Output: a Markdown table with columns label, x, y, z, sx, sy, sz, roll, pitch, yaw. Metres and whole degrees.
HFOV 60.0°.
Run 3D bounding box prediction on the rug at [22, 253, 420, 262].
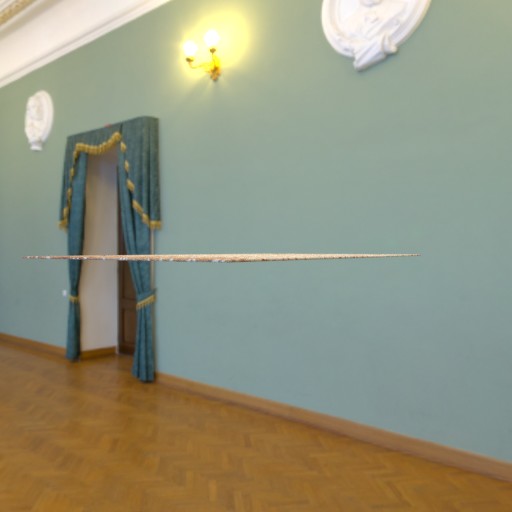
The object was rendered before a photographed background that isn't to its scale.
| label | x | y | z | sx | sy | sz | roll | pitch | yaw |
| --- | --- | --- | --- | --- | --- | --- | --- | --- | --- |
| rug | 0.000 | 0.000 | 3.046 | 1.517 | 0.011 | 2.435 | 1 | 1 | 36 |
